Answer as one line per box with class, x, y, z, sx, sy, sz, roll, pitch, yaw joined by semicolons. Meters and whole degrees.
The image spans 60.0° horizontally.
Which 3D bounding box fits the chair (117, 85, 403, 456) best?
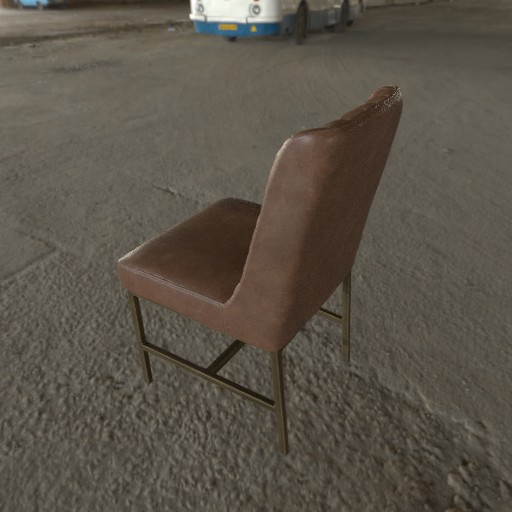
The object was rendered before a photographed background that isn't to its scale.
chair;0.000;0.000;1.228;0.587;0.889;0.508;19;37;28
